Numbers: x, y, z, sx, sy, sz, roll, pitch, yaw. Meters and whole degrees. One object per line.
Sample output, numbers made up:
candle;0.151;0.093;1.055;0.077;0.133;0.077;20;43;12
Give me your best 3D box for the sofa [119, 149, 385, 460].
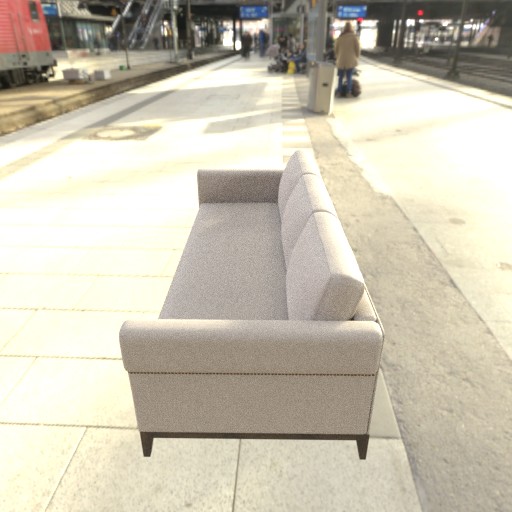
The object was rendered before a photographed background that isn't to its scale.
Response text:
sofa;0.000;0.000;2.657;0.959;0.838;2.210;0;26;1
